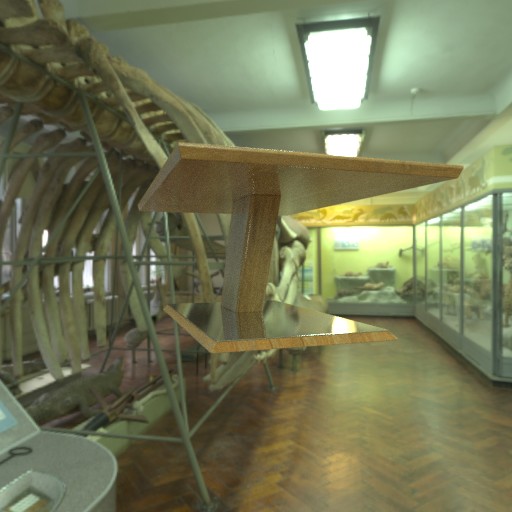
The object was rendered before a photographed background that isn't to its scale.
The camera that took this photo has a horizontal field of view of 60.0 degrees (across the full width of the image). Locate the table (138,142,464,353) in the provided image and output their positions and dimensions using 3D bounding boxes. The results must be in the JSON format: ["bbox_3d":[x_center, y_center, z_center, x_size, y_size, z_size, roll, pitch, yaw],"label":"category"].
[{"bbox_3d":[0.000,0.000,1.485,0.692,0.441,1.100,0,0,-19],"label":"table"}]
